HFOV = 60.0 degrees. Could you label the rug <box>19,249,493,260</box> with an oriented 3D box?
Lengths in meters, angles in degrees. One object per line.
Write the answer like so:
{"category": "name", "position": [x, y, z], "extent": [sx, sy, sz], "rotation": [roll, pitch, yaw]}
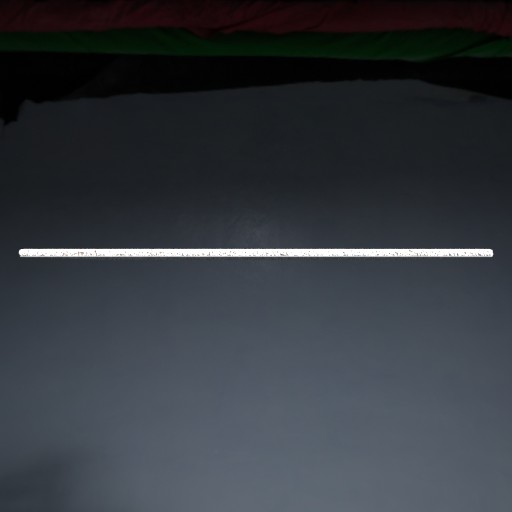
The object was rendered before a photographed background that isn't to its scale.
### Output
{"category": "rug", "position": [0.000, 0.000, 2.259], "extent": [1.778, 0.030, 1.219], "rotation": [0, -1, 0]}
